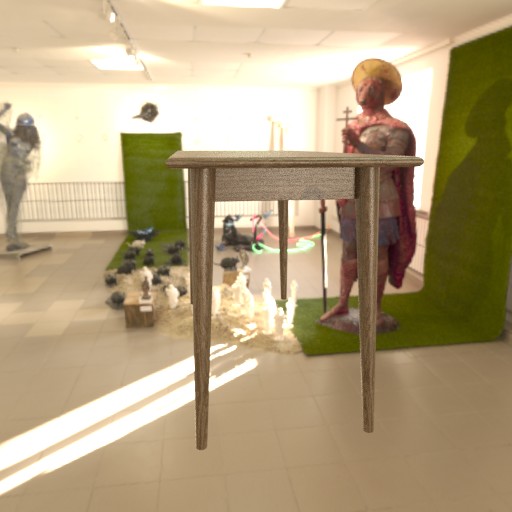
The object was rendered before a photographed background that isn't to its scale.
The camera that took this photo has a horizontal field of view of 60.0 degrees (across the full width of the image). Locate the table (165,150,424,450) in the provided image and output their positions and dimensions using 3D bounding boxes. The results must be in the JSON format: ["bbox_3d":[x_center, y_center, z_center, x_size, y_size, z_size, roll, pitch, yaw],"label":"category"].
[{"bbox_3d":[0.000,0.000,1.716,0.599,0.780,1.300,-2,14,-9],"label":"table"}]
